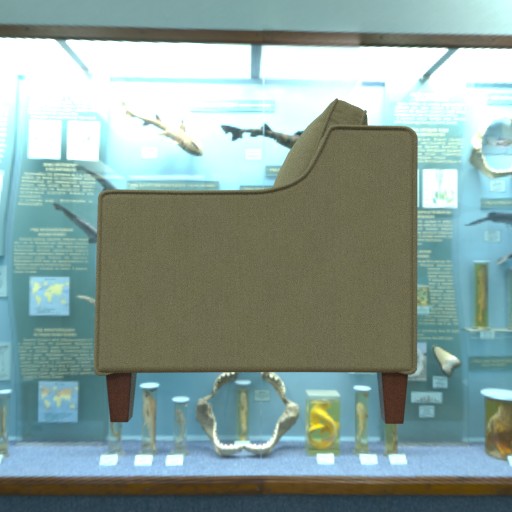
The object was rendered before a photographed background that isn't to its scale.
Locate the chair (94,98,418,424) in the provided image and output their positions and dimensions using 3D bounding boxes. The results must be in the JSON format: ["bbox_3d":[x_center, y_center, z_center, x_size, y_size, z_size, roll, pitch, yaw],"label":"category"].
[{"bbox_3d":[0.000,0.000,1.636,0.909,0.960,0.831,0,-1,1],"label":"chair"}]
